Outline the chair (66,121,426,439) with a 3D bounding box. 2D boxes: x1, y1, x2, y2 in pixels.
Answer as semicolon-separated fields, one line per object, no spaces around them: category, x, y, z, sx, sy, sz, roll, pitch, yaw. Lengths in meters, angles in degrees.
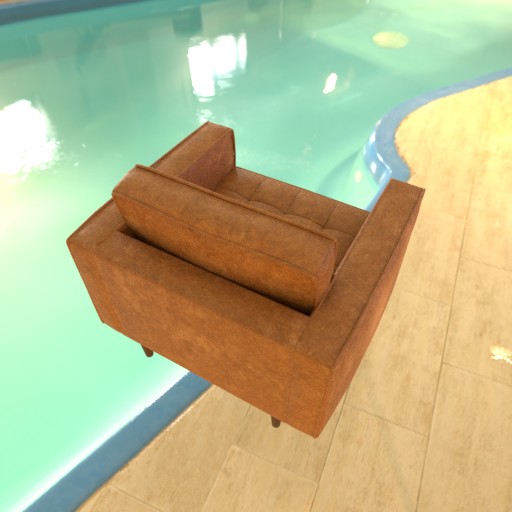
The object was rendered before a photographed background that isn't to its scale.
chair;0.000;0.000;1.553;0.928;0.767;0.798;23;51;20
